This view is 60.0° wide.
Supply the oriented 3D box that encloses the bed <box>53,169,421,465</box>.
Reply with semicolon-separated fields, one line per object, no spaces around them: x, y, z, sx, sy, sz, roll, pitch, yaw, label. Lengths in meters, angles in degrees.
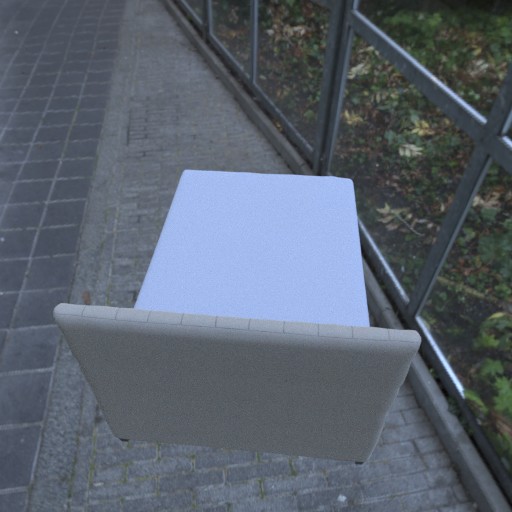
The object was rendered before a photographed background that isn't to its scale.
0.000;0.000;3.296;1.698;1.427;2.387;4;46;4;bed
